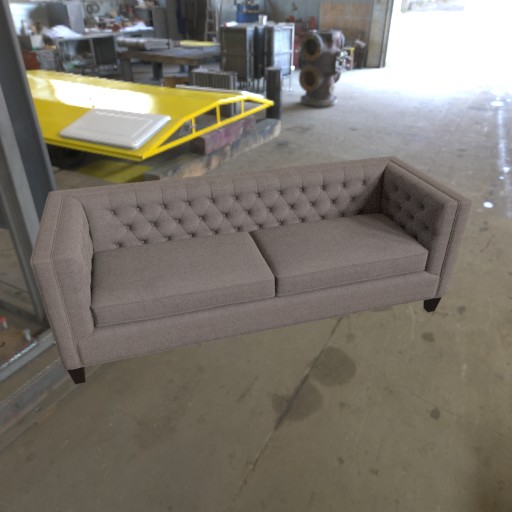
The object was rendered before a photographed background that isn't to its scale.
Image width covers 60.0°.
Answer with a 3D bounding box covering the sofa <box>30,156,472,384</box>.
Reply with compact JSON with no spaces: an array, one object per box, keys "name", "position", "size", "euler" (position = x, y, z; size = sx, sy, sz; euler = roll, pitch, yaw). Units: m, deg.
[{"name":"sofa","position":[0.000,0.000,2.579],"size":[2.159,0.762,0.775],"euler":[-9,32,-14]}]
